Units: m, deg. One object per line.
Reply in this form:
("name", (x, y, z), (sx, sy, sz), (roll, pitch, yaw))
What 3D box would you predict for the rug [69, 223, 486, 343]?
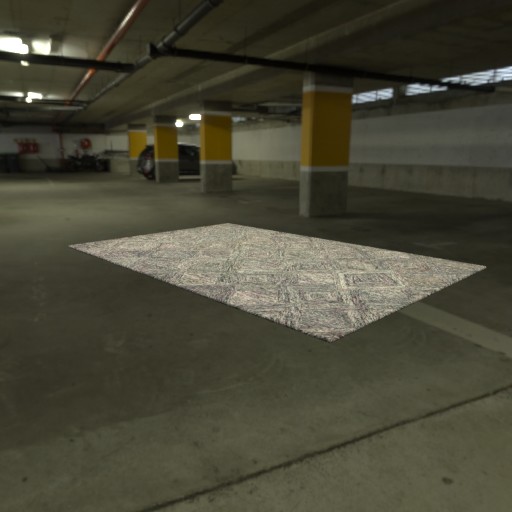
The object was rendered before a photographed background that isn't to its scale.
("rug", (0.000, 0.000, 2.867), (1.501, 0.017, 2.298), (-12, 18, -43))
